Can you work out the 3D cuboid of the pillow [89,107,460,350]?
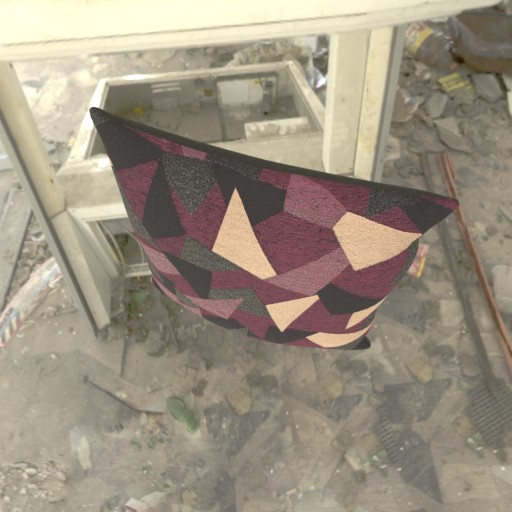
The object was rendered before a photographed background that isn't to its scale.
[{"bbox_3d":[0.000,0.000,0.760,0.503,0.496,0.208,16,60,9],"label":"pillow"}]
